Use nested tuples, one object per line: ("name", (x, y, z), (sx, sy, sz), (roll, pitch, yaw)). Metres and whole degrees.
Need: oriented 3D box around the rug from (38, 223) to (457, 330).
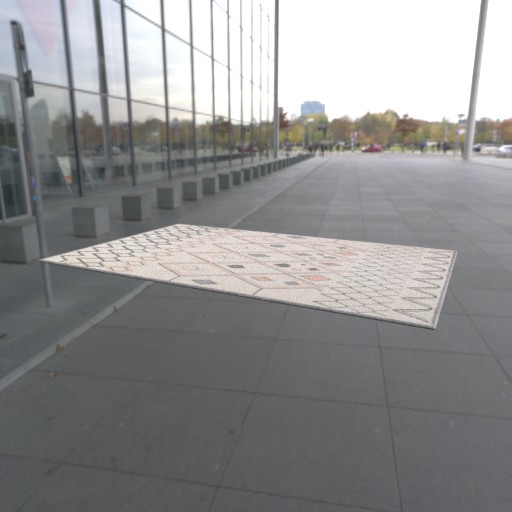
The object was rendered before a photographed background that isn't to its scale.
("rug", (0.000, 0.000, 3.028), (2.438, 0.015, 1.524), (7, 16, 26))
